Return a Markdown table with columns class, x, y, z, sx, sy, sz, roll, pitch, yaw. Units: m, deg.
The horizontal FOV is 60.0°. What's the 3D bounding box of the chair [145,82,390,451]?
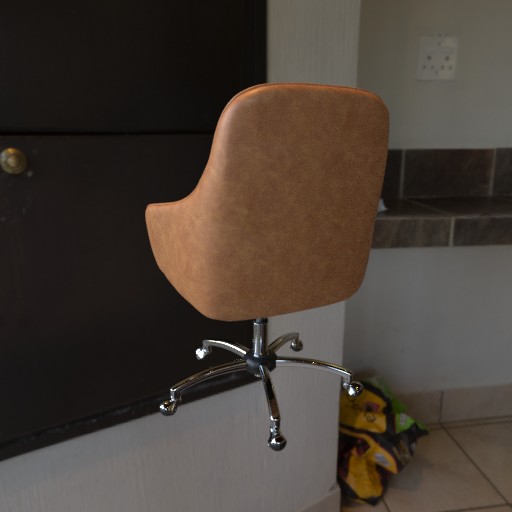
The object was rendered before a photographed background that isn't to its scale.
| class | x | y | z | sx | sy | sz | roll | pitch | yaw |
| --- | --- | --- | --- | --- | --- | --- | --- | --- | --- |
| chair | 0.000 | 0.000 | 1.325 | 0.628 | 0.909 | 0.615 | -7 | 16 | -26 |
